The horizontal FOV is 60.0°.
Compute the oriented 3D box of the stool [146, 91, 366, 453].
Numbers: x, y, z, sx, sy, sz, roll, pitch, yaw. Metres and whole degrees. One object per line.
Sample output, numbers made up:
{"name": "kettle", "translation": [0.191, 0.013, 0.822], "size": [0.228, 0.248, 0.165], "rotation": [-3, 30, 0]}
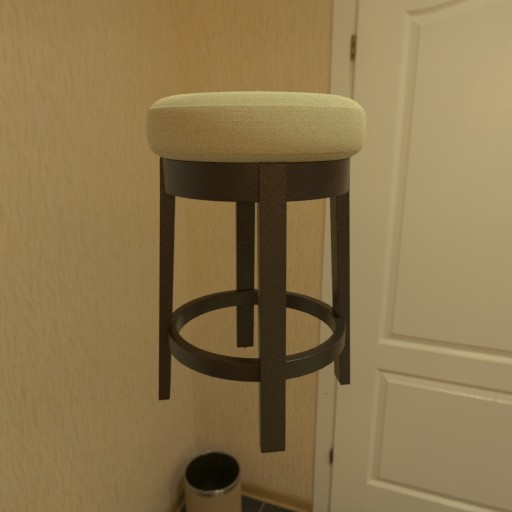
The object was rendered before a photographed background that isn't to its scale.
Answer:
{"name": "stool", "translation": [0.000, 0.000, 0.961], "size": [0.449, 0.655, 0.449], "rotation": [0, 16, 0]}
